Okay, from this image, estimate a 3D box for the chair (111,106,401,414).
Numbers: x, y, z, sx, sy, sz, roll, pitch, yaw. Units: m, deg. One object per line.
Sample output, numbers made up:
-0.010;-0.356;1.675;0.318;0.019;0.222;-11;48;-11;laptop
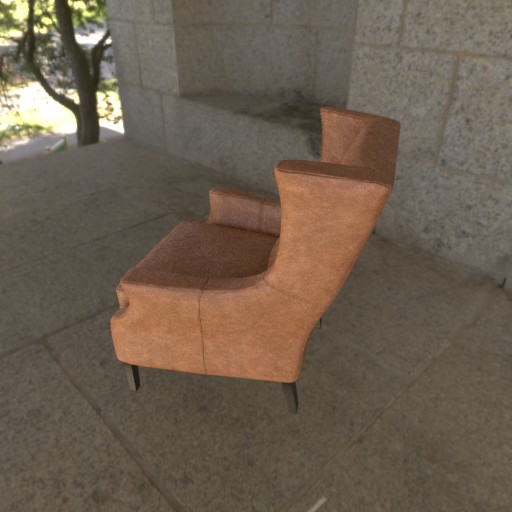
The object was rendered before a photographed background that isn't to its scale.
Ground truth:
0.000;0.000;1.739;0.926;1.016;0.853;9;32;15;chair
